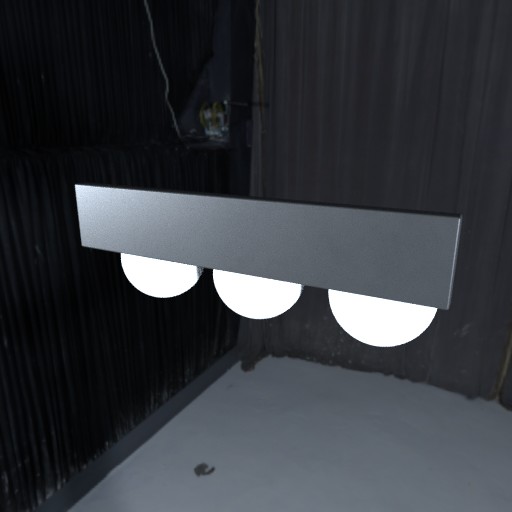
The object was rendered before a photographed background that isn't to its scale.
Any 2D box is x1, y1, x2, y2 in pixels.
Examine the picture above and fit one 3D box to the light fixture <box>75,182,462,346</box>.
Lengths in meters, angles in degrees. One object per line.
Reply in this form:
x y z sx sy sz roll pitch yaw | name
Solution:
0.000 0.000 0.871 0.721 0.263 0.218 9 19 27 | light fixture
